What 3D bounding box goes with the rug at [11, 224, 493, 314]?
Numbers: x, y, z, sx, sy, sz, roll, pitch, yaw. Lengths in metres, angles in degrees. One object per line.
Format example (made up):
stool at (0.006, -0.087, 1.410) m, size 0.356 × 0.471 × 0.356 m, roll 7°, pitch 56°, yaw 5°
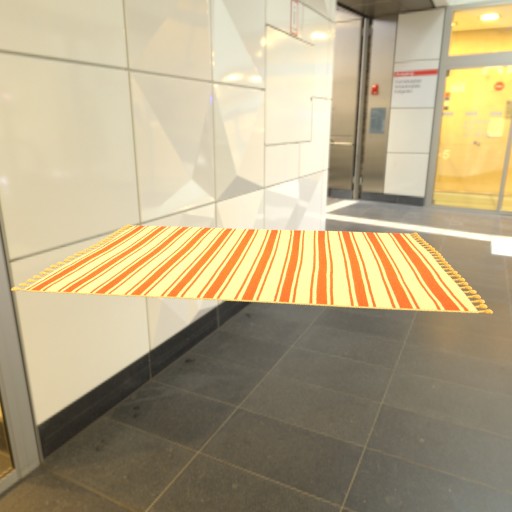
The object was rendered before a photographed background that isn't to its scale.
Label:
rug at (0.000, 0.000, 2.926) m, size 2.433 × 0.022 × 1.556 m, roll 2°, pitch 17°, yaw 7°
